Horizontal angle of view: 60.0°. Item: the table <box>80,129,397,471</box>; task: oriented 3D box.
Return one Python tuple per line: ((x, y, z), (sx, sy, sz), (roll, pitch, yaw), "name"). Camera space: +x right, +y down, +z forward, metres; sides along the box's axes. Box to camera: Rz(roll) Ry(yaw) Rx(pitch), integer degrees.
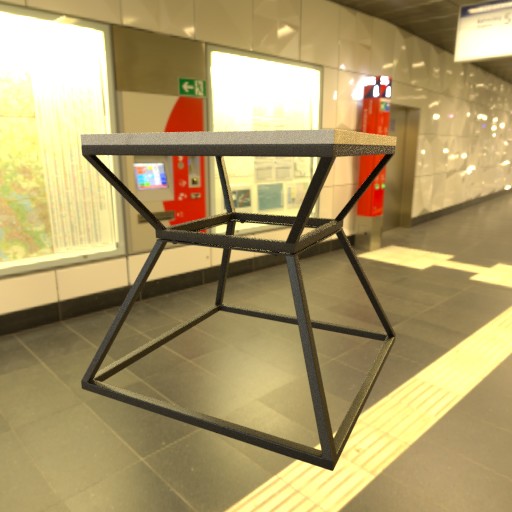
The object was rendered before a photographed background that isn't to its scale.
((0.000, 0.000, 0.822), (0.455, 0.431, 0.455), (7, 15, 26), "table")
